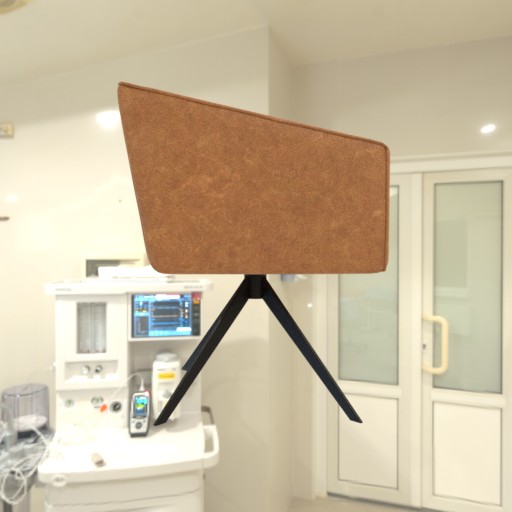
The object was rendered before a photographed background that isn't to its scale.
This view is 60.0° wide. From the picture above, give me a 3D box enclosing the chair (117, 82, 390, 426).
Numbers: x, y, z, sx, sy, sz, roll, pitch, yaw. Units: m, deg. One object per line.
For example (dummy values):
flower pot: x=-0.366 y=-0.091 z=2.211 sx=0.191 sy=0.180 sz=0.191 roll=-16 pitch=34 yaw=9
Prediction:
chair: x=0.000 y=0.000 z=1.246 sx=0.625 sy=0.760 sz=0.588 roll=0 pitch=0 yaw=-2
